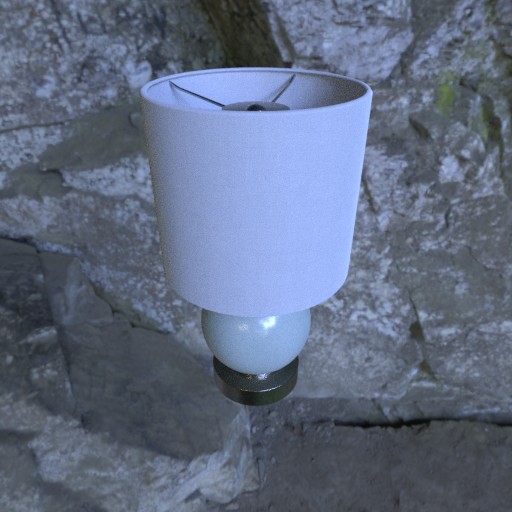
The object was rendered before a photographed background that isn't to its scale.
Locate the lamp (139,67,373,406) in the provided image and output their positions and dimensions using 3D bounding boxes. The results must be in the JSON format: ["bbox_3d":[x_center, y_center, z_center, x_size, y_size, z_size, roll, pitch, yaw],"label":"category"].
[{"bbox_3d":[0.000,0.000,0.482,0.201,0.353,0.201,0,31,0],"label":"lamp"}]
